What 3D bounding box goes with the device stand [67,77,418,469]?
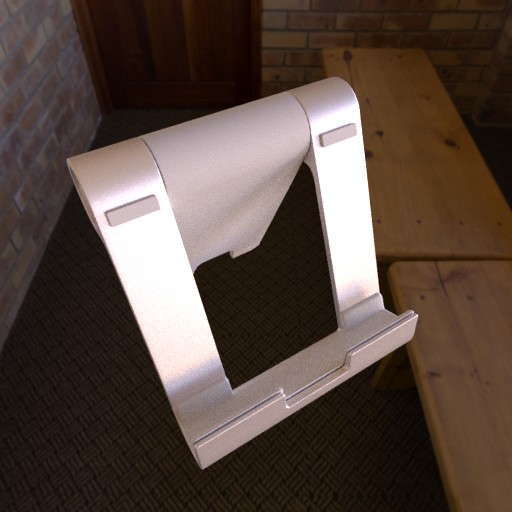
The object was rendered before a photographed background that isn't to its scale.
[{"bbox_3d":[0.000,0.000,0.146,0.086,0.084,0.079,-24,52,-21],"label":"device stand"}]
